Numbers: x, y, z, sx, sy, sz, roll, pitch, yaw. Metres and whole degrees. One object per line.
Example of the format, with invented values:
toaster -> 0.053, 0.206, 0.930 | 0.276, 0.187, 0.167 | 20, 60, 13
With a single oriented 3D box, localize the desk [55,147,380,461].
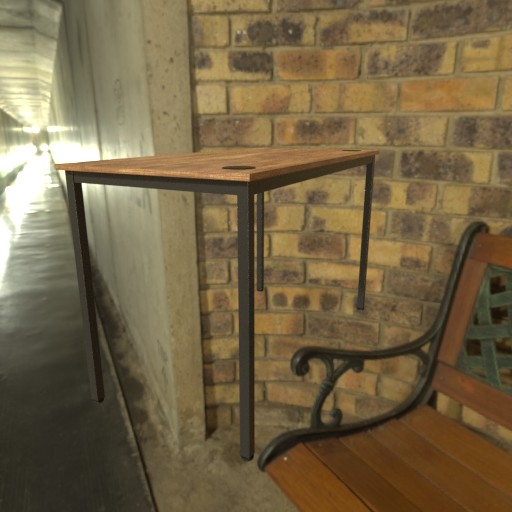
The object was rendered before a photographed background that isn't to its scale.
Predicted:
desk -> 0.000, 0.000, 1.679 | 0.600, 0.749, 1.200 | 8, 18, 27
